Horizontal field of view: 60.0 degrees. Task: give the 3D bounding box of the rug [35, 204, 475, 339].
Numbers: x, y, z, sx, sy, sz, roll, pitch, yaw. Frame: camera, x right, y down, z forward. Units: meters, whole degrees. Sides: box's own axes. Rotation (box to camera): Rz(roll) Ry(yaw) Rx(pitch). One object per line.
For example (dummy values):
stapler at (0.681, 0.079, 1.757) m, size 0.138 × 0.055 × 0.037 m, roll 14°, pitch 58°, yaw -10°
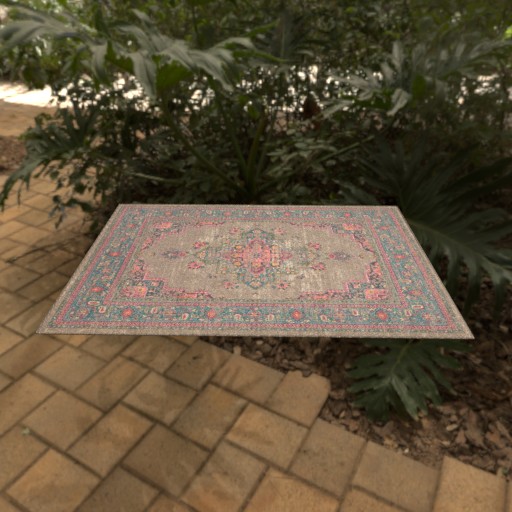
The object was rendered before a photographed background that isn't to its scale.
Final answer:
rug at (0.000, 0.000, 3.758) m, size 2.890 × 0.013 × 2.005 m, roll 1°, pitch 32°, yaw 1°
